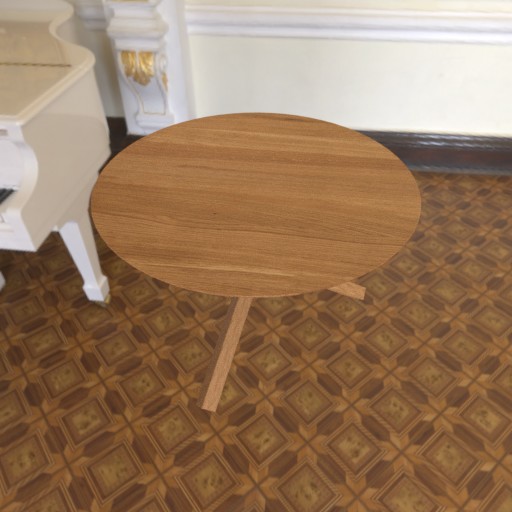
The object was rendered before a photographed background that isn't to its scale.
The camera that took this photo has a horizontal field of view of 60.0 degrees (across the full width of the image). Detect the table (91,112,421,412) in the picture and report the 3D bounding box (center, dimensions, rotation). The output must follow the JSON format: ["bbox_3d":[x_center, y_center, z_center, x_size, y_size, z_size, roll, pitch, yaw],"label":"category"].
[{"bbox_3d":[0.000,0.000,1.665,1.038,0.666,1.038,0,42,0],"label":"table"}]
